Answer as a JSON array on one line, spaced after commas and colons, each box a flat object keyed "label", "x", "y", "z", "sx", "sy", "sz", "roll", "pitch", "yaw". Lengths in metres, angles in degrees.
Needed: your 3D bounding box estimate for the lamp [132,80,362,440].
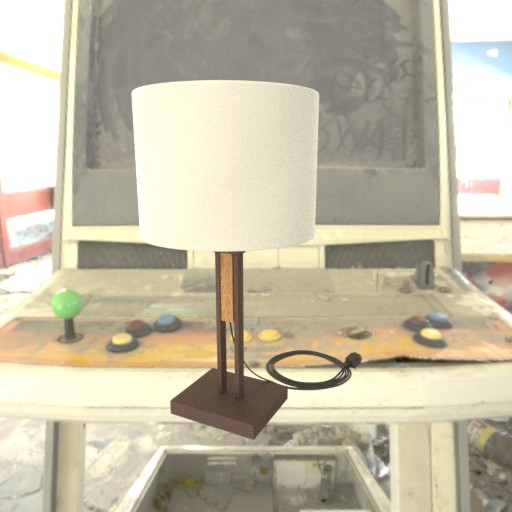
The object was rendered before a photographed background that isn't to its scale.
[{"label": "lamp", "x": 0.000, "y": 0.000, "z": 0.997, "sx": 0.396, "sy": 0.668, "sz": 0.525, "roll": 6, "pitch": 14, "yaw": 26}]
